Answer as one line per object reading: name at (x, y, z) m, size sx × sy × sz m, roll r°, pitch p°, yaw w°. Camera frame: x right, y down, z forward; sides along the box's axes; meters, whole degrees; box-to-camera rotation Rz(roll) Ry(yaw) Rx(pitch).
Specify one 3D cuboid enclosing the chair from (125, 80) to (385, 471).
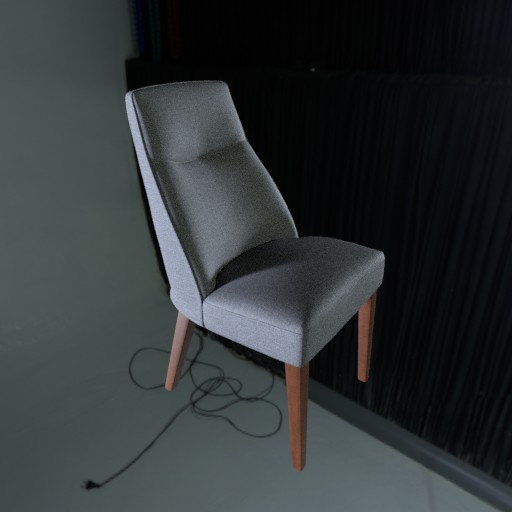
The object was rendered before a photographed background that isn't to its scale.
chair at (0.000, 0.000, 1.304) m, size 0.620 × 0.930 × 0.500 m, roll 17°, pitch 31°, yaw 32°
